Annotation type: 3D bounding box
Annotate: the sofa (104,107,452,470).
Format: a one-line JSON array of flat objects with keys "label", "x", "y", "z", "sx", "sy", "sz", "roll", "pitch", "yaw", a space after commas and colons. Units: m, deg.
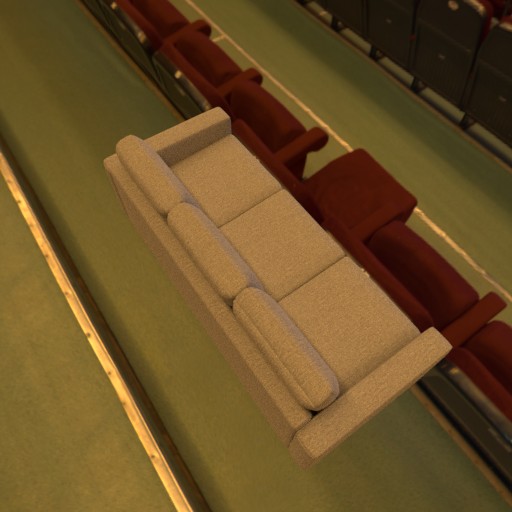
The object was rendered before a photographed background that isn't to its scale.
[{"label": "sofa", "x": 0.000, "y": 0.000, "z": 2.603, "sx": 0.900, "sy": 0.800, "sz": 2.120, "roll": -31, "pitch": 64, "yaw": -17}]
